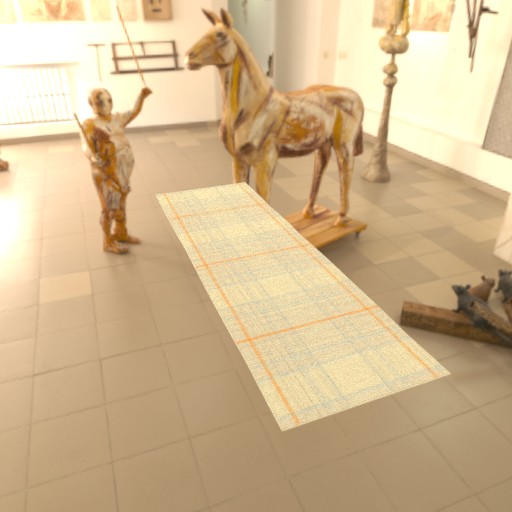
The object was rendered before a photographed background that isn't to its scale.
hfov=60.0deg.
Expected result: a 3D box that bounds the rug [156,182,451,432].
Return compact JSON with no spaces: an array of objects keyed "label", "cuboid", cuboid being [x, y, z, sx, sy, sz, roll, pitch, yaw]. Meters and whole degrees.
[{"label":"rug","cuboid":[0.000,0.000,2.697,0.770,0.016,2.442,-11,31,-19]}]
